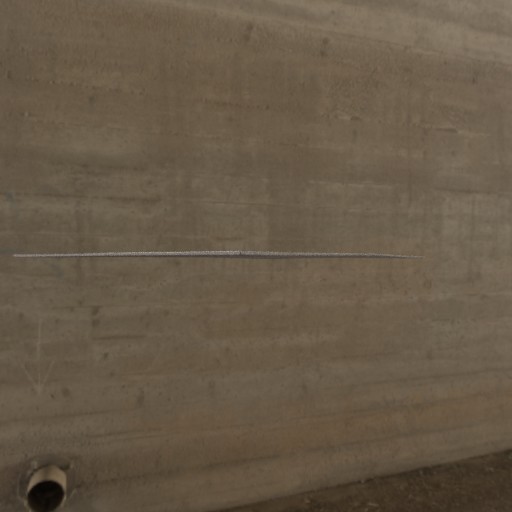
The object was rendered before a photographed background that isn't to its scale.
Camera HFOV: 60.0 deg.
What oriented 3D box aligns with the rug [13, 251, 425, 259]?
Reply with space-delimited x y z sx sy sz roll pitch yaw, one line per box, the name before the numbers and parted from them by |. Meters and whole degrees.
rug | 0.000 0.000 2.167 1.149 0.021 1.773 0 -1 35
